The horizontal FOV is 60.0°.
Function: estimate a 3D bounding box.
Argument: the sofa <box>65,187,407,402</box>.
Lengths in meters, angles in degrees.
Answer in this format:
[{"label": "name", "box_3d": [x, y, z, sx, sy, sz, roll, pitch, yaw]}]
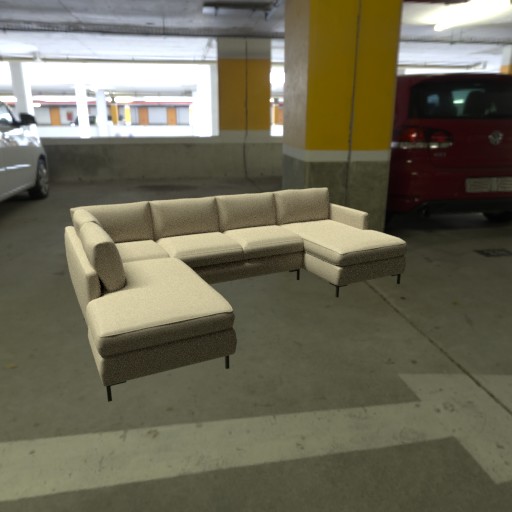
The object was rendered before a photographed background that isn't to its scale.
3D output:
[{"label": "sofa", "box_3d": [0.000, 0.000, 3.581, 2.737, 0.756, 1.879, -9, 19, -26]}]
